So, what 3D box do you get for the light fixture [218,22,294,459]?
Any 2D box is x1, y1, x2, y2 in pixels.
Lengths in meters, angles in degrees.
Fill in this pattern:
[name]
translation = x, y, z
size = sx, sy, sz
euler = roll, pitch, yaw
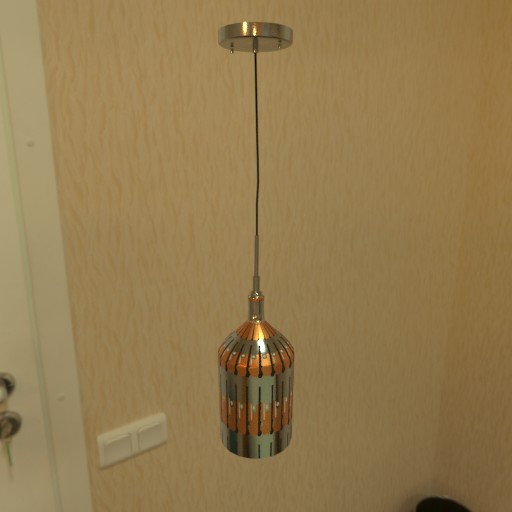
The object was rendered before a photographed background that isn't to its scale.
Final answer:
[light fixture]
translation = 0.000, 0.000, 1.658
size = 0.303, 1.535, 0.303
euler = 0, 14, 0
